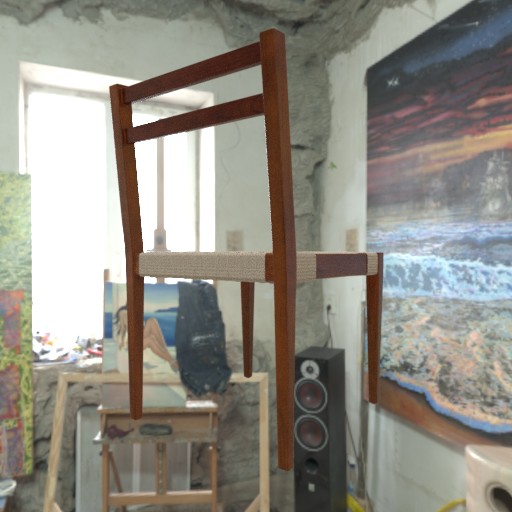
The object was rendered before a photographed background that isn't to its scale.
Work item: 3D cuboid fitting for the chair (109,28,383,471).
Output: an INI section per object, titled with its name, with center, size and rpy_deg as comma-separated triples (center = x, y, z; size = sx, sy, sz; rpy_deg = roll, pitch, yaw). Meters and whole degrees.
[chair]
center = 0.000, 0.000, 1.188
size = 0.495, 0.851, 0.569
rpy_deg = 0, 0, 36
